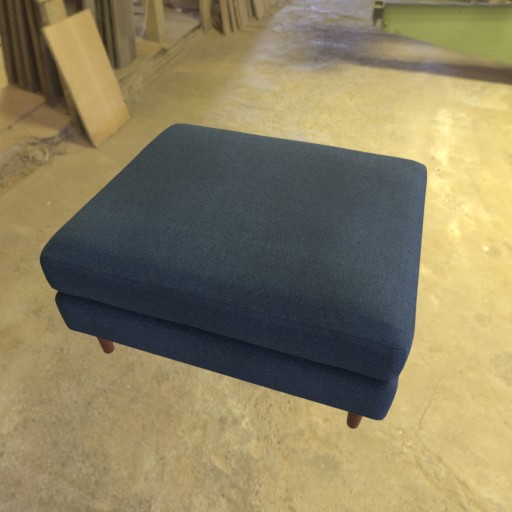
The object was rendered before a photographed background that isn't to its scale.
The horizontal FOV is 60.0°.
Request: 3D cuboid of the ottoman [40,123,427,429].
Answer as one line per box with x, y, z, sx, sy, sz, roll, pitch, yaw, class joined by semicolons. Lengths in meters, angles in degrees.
0.000;0.000;1.237;0.821;0.474;0.693;13;44;14;ottoman
